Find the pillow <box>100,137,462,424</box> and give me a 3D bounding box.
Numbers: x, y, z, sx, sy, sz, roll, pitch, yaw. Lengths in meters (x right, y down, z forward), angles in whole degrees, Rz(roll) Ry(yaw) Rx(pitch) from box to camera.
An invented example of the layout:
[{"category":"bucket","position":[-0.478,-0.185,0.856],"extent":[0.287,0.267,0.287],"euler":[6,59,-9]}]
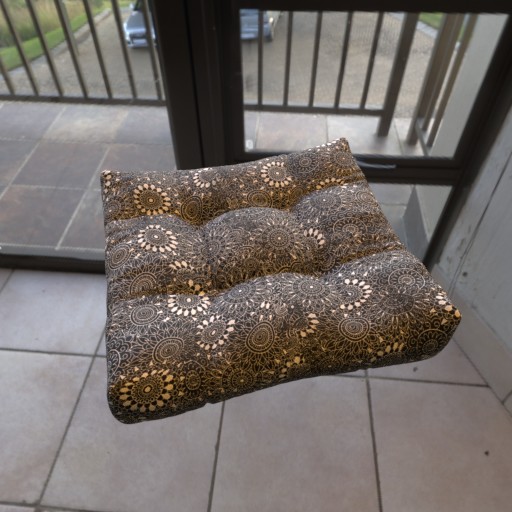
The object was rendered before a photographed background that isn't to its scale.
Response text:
[{"category":"pillow","position":[0.000,0.000,0.738],"extent":[0.490,0.128,0.468],"euler":[-10,49,-9]}]
